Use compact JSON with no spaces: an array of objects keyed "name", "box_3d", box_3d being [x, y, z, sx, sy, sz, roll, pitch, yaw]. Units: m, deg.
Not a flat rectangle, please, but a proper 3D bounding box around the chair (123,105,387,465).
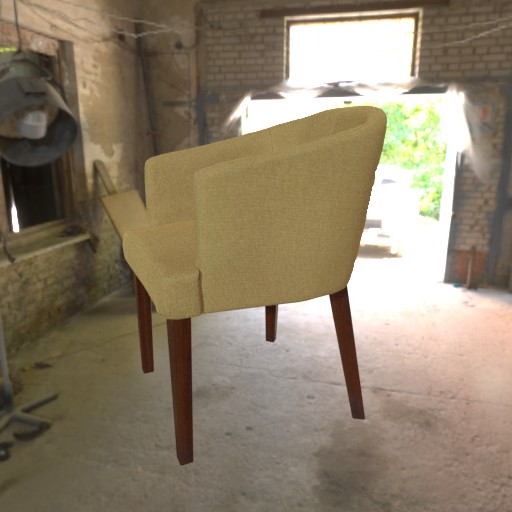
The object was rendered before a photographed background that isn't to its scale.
[{"name":"chair","box_3d":[0.000,0.000,1.239,0.655,0.811,0.583,-7,16,-24]}]
